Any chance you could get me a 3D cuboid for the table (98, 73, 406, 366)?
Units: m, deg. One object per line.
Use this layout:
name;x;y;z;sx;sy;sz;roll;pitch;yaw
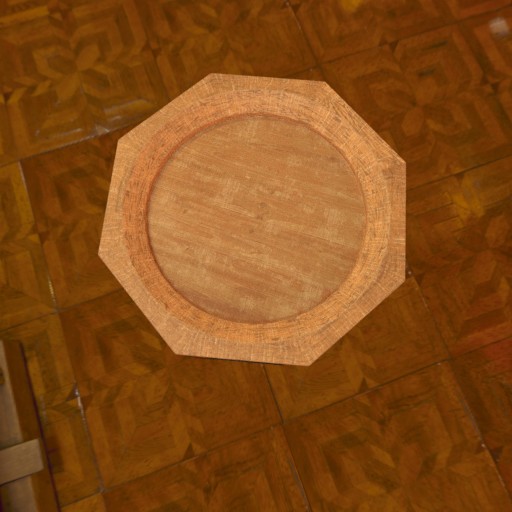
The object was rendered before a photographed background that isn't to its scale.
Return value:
table;0.000;0.000;0.867;0.437;0.553;0.437;-17;77;-4
